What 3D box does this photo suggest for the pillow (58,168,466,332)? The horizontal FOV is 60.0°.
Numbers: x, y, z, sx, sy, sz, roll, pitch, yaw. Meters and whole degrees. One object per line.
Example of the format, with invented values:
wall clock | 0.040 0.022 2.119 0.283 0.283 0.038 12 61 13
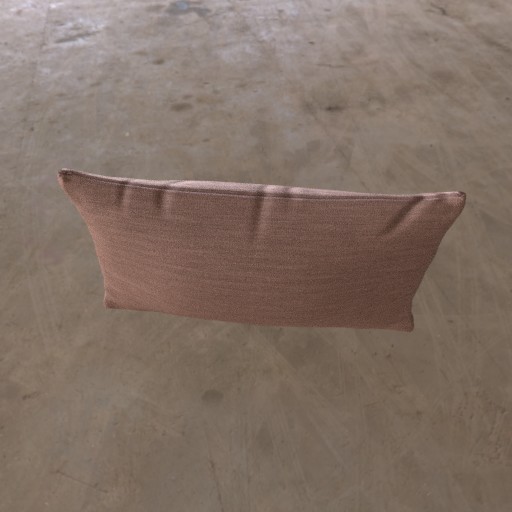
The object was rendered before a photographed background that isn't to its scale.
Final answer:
pillow | 0.000 0.000 0.798 0.633 0.338 0.210 4 46 4
